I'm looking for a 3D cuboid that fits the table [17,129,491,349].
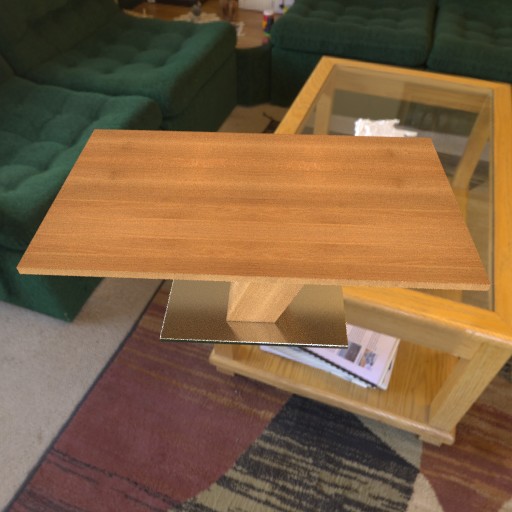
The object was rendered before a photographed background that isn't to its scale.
[{"bbox_3d":[0.000,0.000,2.073,1.600,0.750,0.900,2,47,2],"label":"table"}]
